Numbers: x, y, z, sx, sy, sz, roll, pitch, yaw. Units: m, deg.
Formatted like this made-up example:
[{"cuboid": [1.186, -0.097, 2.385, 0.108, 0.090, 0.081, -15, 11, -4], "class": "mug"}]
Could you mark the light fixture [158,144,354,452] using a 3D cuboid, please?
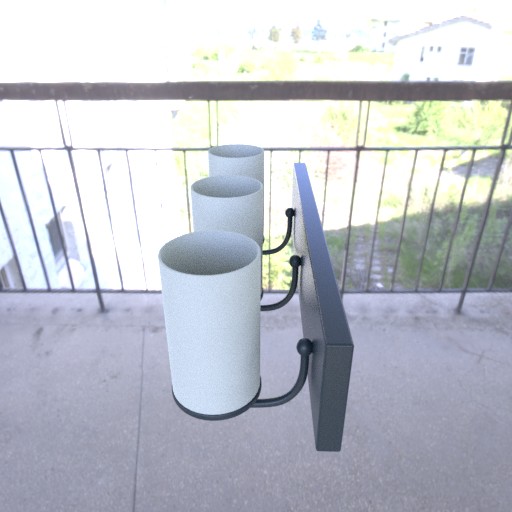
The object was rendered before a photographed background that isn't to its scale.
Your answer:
[{"cuboid": [0.000, 0.000, 0.523, 0.145, 0.172, 0.451, 1, 27, 1], "class": "light fixture"}]
